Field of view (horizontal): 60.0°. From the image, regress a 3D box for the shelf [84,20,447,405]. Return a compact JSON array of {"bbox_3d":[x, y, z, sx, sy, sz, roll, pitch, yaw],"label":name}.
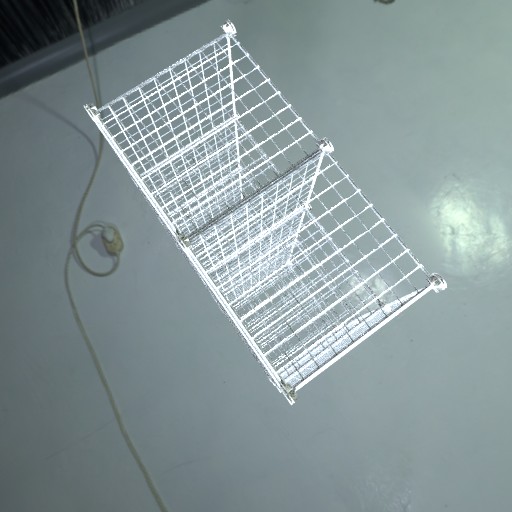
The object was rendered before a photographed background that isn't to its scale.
[{"bbox_3d":[0.000,0.000,1.366,0.356,1.067,0.711,-35,79,-8],"label":"shelf"}]
